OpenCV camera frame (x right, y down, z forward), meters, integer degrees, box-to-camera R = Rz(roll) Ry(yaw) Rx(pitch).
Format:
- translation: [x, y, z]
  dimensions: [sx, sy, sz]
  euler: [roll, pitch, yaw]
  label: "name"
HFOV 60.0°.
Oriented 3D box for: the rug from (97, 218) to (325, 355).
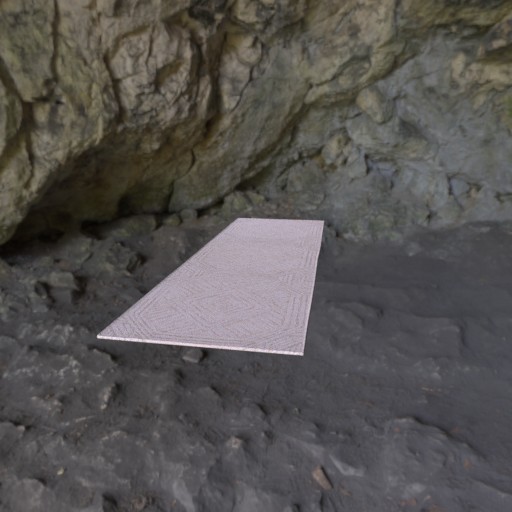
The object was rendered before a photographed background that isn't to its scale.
- translation: [0.000, 0.000, 2.741]
  dimensions: [0.775, 0.012, 2.452]
  euler: [3, 15, 10]
  label: "rug"
